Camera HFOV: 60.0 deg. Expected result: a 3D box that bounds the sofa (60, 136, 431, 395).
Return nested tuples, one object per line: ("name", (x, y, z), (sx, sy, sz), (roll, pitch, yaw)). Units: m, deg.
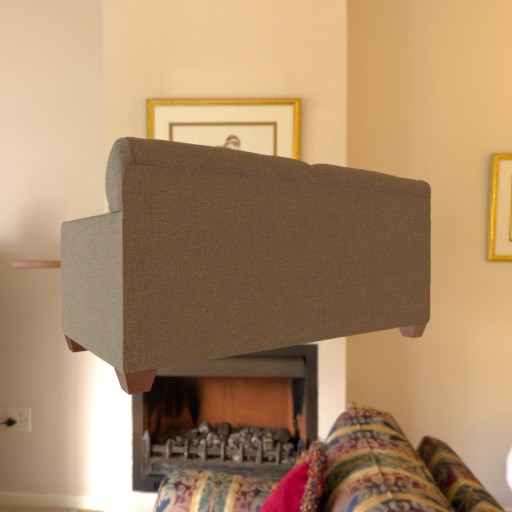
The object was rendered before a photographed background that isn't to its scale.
("sofa", (0.000, 0.000, 2.444), (1.846, 0.958, 1.000), (-1, 1, -36))
